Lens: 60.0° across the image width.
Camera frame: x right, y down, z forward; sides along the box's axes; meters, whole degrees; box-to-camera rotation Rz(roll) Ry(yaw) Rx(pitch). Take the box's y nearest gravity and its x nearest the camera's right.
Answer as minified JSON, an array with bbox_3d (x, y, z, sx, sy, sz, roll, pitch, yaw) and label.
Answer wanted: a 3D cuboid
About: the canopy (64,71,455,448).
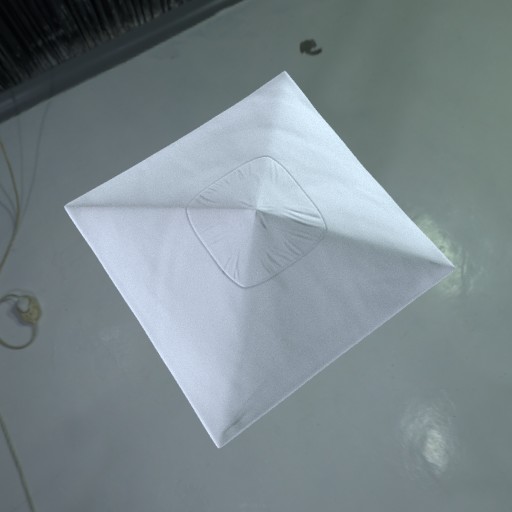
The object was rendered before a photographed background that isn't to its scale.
[{"bbox_3d":[0.000,0.000,5.390,2.998,2.997,2.996,-34,77,-9],"label":"canopy"}]
